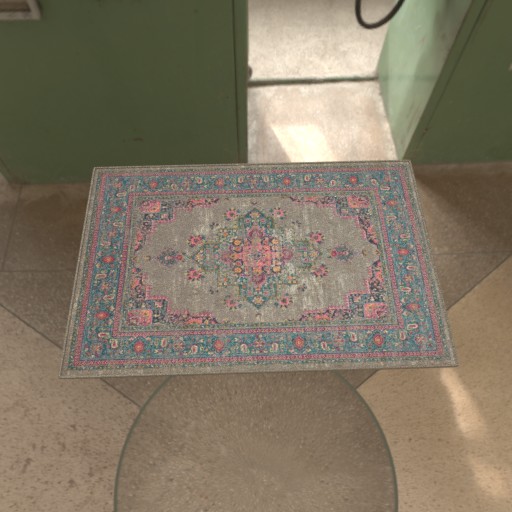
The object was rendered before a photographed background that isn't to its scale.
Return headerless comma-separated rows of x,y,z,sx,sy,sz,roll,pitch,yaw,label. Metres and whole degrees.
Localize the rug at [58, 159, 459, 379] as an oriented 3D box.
0.000,0.000,2.185,1.748,0.014,1.144,-2,63,-1,rug
